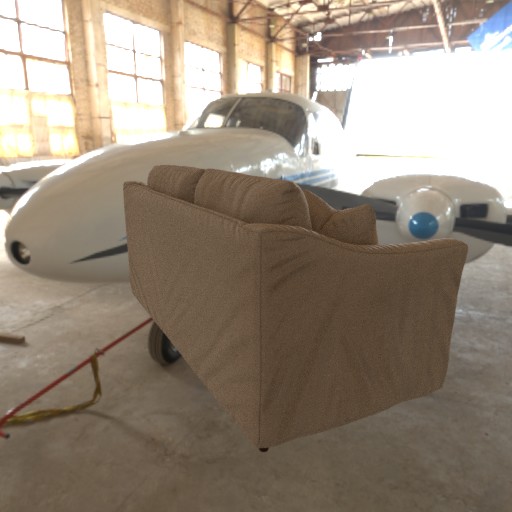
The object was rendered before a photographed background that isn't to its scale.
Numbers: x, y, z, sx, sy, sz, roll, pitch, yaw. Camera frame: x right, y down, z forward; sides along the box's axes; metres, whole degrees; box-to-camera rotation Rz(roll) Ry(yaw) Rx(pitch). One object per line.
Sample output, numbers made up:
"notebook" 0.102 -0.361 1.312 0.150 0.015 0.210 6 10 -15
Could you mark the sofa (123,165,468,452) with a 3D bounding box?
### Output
"sofa" 0.000 0.000 2.574 1.072 1.018 2.010 -8 17 -27
